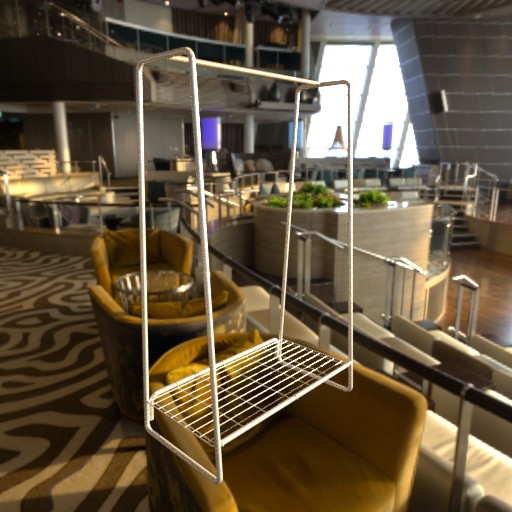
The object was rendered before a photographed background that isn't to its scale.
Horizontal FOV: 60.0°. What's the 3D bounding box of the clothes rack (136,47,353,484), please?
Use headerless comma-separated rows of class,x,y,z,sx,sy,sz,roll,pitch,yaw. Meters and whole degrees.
clothes rack,0.000,0.000,1.914,0.495,1.500,0.900,12,18,42
